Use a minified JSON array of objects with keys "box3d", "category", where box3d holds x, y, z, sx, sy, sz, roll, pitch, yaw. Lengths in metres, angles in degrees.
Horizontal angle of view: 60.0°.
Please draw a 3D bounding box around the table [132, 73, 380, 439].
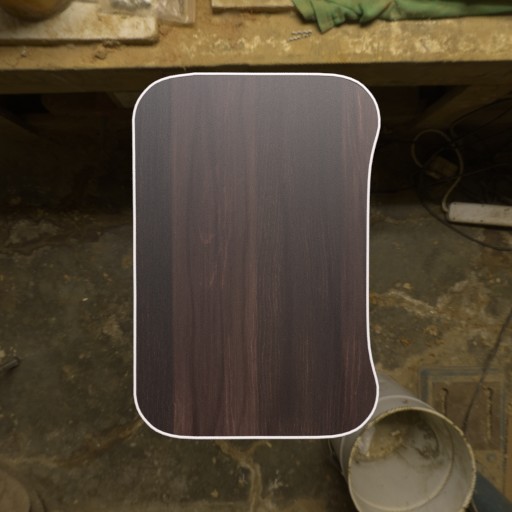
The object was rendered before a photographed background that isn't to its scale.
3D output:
[{"box3d":[0.000,0.000,0.835,0.400,0.232,0.660,0,91,0],"category":"table"}]
